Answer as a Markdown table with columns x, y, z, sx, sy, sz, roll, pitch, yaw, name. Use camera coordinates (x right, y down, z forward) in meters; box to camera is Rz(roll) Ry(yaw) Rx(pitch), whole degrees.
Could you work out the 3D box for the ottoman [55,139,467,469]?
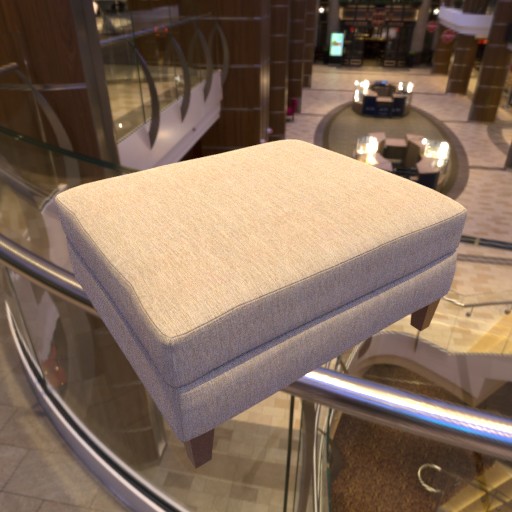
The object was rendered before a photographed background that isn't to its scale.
| x | y | z | sx | sy | sz | roll | pitch | yaw | name |
| --- | --- | --- | --- | --- | --- | --- | --- | --- | --- |
| 0.000 | 0.000 | 1.416 | 0.976 | 0.492 | 0.836 | -20 | 37 | -29 | ottoman |
